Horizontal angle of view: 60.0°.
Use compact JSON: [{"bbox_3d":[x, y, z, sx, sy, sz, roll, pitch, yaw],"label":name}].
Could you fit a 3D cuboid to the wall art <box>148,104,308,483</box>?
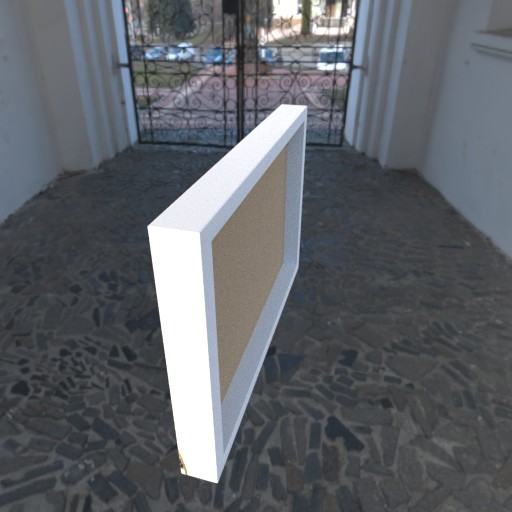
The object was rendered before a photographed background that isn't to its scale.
[{"bbox_3d":[0.000,0.000,0.500,0.039,0.254,0.384,8,31,14],"label":"wall art"}]
